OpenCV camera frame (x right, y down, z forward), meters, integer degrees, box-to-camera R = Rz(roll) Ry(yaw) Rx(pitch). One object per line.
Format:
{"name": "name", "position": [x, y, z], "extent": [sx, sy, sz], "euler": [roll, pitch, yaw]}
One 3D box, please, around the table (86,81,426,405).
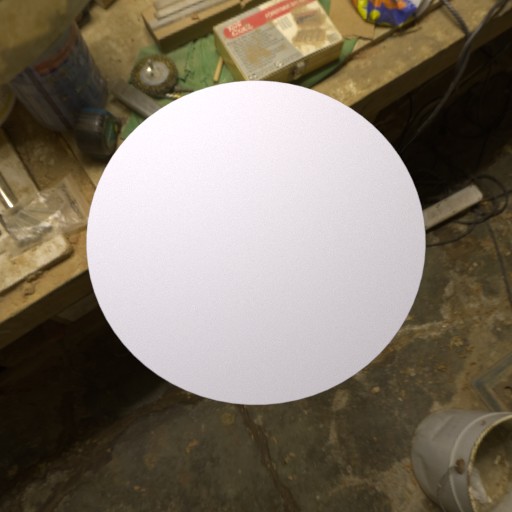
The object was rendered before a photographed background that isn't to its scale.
{"name": "table", "position": [0.000, 0.000, 0.983], "extent": [0.600, 0.405, 0.600], "euler": [0, 75, 0]}
